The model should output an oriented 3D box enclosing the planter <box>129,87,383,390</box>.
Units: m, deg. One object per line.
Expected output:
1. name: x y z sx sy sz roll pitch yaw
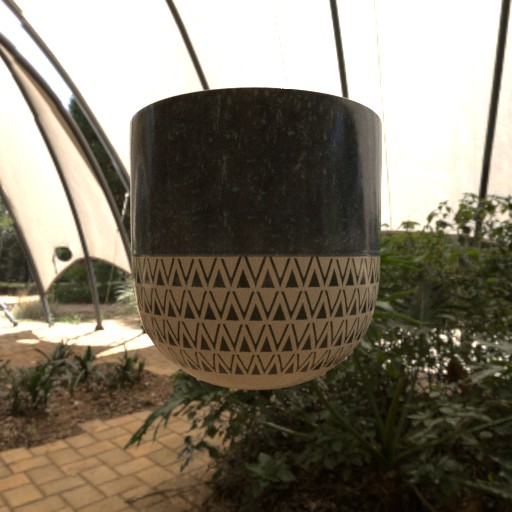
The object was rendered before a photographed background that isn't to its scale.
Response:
1. planter: 0.000 0.000 0.485 0.266 0.270 0.266 0 0 0
